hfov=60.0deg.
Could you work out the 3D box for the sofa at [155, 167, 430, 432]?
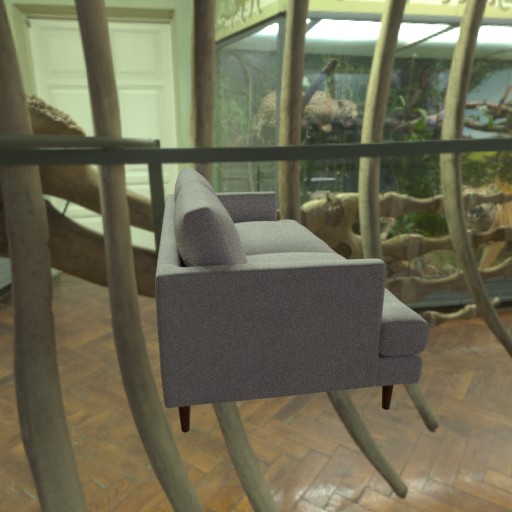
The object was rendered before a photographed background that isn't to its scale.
[{"bbox_3d":[0.000,0.000,2.510,1.020,0.868,1.948,-3,16,-10],"label":"sofa"}]
